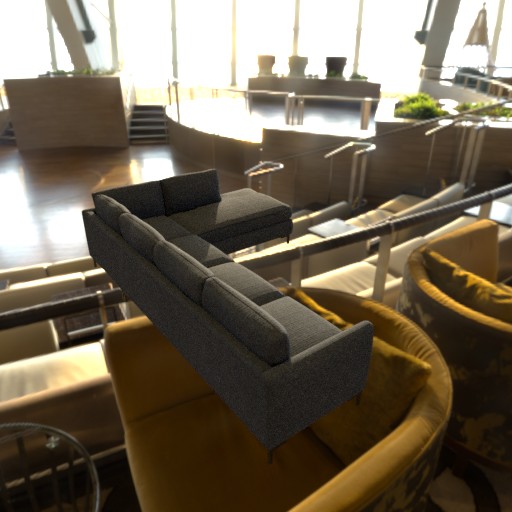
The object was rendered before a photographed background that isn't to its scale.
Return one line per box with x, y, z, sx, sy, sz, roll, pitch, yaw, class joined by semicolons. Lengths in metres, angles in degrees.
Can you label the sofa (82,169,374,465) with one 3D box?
0.000;0.000;3.803;2.007;0.815;2.949;-19;32;-32;sofa
